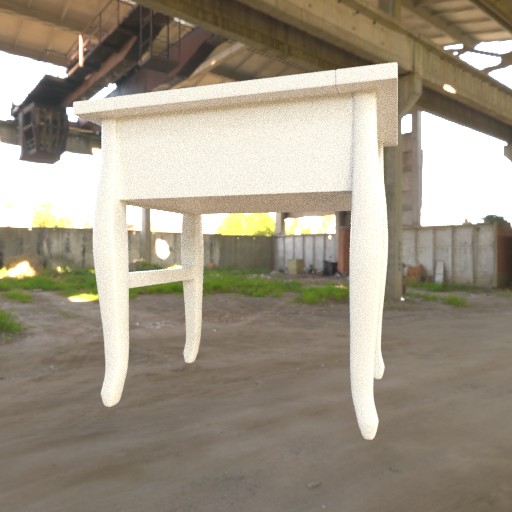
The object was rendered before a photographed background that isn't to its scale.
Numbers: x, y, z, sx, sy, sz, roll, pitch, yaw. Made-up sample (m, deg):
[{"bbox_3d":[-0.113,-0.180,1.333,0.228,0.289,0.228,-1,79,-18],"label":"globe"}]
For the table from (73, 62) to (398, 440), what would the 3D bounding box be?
[{"bbox_3d":[0.000,0.000,0.990,0.599,0.605,0.463,0,1,18],"label":"table"}]
